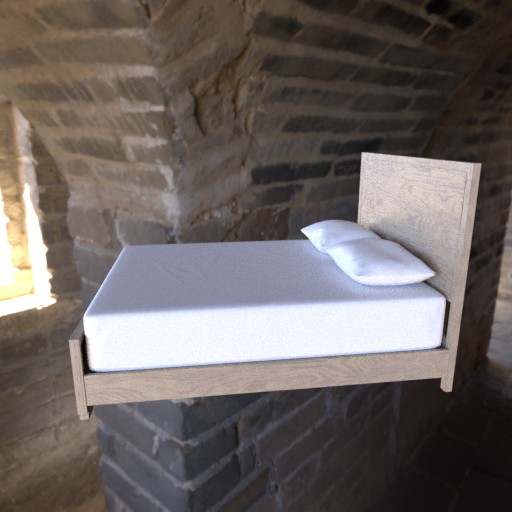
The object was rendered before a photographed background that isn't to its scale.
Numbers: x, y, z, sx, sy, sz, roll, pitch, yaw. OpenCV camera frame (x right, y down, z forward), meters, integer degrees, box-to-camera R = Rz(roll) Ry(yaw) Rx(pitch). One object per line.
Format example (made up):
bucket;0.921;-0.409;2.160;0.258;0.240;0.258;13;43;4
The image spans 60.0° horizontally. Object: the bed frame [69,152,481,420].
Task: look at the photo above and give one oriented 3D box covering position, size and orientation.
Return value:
bed frame;0.000;0.000;3.151;2.189;1.369;1.606;-2;15;-8
